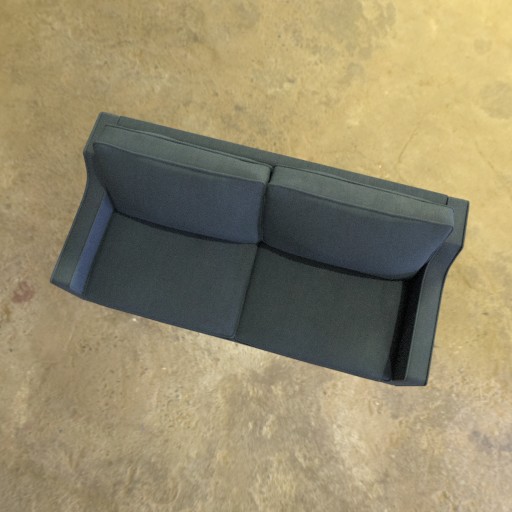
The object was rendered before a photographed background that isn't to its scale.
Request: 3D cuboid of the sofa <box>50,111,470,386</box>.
[{"bbox_3d":[0.000,0.000,2.738,2.178,1.071,1.066,15,75,4],"label":"sofa"}]
